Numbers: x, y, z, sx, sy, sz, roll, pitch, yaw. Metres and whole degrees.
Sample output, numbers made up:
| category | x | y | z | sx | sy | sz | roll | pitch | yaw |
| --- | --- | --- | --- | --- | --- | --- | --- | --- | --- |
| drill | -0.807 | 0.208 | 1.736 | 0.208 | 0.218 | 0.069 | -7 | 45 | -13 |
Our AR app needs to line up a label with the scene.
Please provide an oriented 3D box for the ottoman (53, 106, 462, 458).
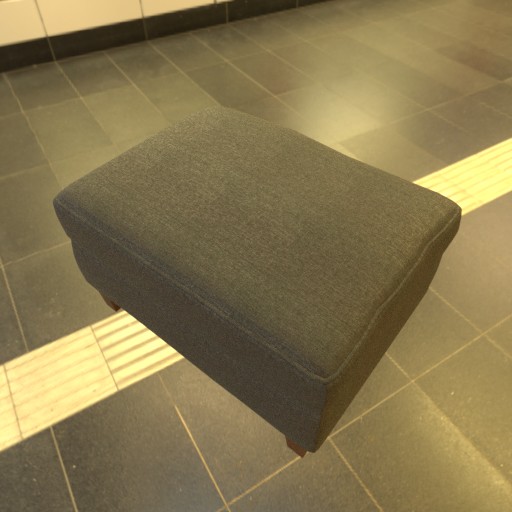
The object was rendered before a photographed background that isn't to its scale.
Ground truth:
| category | x | y | z | sx | sy | sz | roll | pitch | yaw |
| --- | --- | --- | --- | --- | --- | --- | --- | --- | --- |
| ottoman | 0.000 | 0.000 | 1.209 | 0.826 | 0.496 | 0.639 | 30 | 53 | 25 |
